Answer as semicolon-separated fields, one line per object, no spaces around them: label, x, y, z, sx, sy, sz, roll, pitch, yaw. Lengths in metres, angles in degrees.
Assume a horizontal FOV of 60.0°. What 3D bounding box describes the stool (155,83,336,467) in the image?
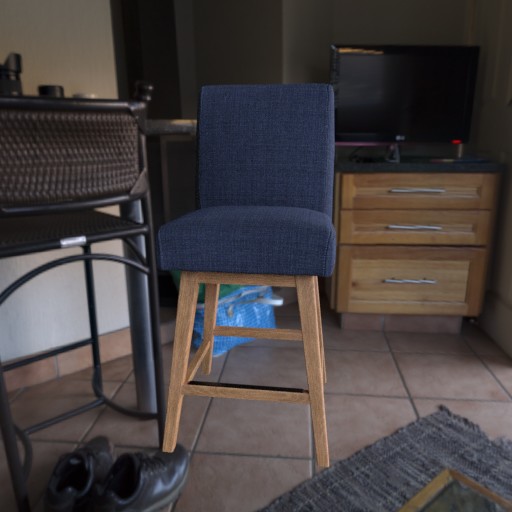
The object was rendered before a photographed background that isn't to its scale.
stool;0.000;0.000;1.318;0.459;1.010;0.526;2;15;7
